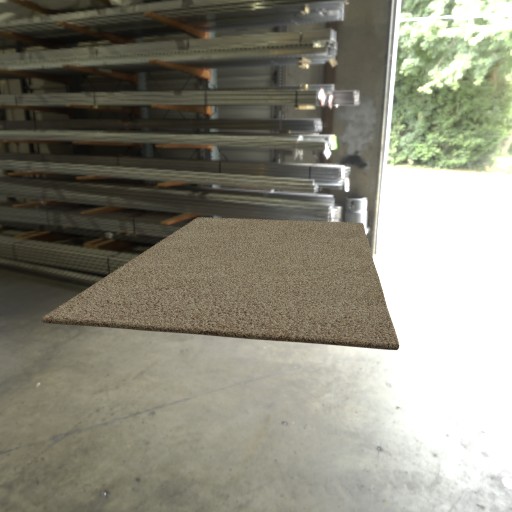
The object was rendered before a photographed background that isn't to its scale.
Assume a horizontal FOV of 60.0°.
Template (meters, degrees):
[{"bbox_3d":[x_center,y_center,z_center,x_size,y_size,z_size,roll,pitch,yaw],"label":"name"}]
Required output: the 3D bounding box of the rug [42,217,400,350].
[{"bbox_3d":[0.000,0.000,3.422,1.778,0.030,2.743,3,16,9],"label":"rug"}]
